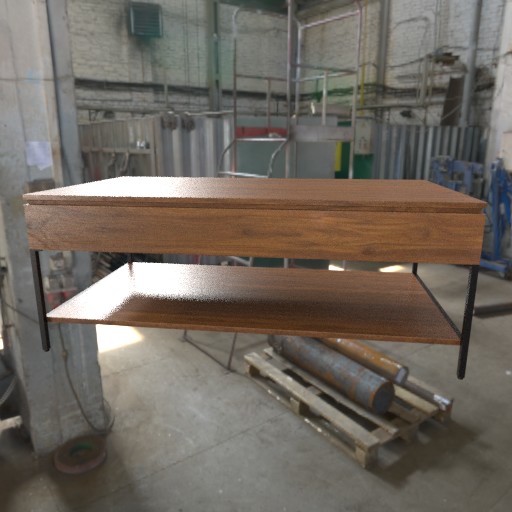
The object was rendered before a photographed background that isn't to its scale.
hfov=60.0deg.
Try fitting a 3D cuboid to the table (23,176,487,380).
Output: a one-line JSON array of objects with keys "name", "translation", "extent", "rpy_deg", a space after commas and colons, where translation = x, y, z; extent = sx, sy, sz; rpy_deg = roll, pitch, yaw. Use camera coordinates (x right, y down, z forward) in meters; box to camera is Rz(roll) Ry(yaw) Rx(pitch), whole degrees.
[{"name": "table", "translation": [0.000, 0.000, 1.324], "extent": [1.057, 0.414, 0.574], "rpy_deg": [2, 15, 8]}]
